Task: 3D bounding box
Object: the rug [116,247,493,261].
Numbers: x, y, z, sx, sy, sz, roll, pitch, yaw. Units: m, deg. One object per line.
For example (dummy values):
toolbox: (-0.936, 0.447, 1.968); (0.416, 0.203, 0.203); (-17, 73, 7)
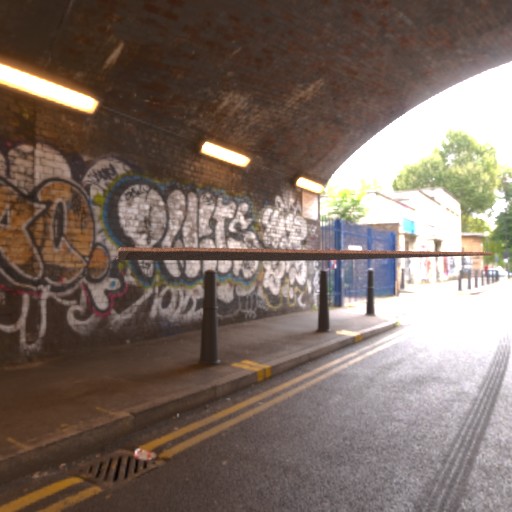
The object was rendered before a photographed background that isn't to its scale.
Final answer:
rug: (0.000, 0.000, 4.098); (2.453, 0.043, 3.052); (0, -1, -18)
